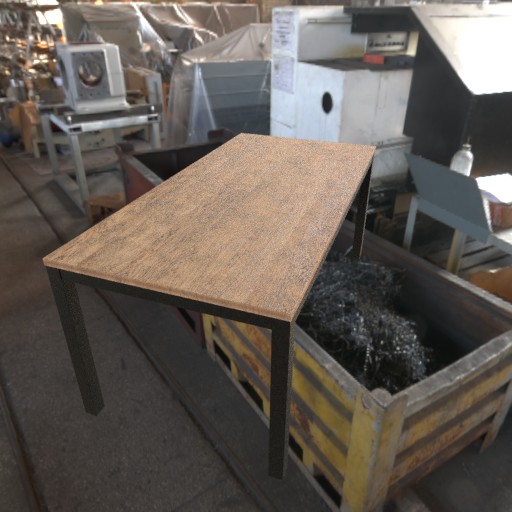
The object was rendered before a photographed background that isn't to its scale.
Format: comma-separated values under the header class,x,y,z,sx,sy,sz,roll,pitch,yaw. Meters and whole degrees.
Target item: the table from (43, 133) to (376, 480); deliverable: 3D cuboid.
class,x,y,z,sx,sy,sz,roll,pitch,yaw
table,0.000,0.000,2.315,0.893,0.767,1.805,11,31,18
